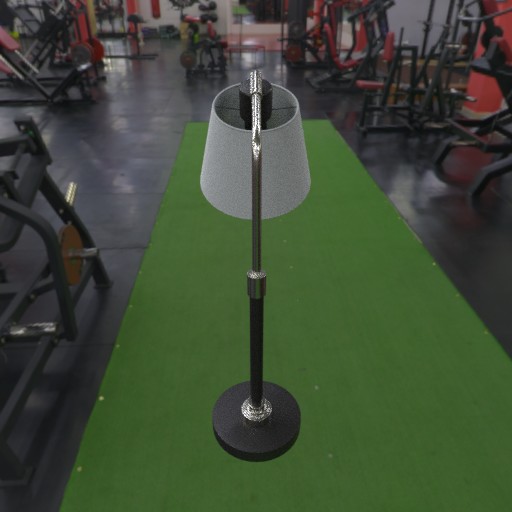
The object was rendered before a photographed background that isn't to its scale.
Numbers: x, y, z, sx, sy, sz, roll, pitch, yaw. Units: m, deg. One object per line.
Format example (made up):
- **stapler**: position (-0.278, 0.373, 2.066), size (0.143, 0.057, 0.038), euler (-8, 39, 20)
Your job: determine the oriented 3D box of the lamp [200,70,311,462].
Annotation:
- **lamp**: position (0.000, 0.000, 0.700), size (0.181, 0.539, 0.348), euler (0, 31, 0)
